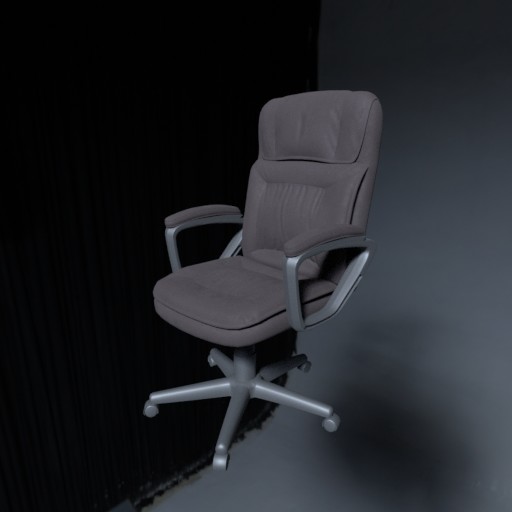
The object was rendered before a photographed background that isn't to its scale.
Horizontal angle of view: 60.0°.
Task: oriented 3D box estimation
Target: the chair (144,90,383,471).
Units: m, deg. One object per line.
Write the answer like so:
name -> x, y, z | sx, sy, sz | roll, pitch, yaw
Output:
chair -> 0.000, 0.000, 1.519 | 0.724, 1.105, 0.667 | -14, 20, -43
